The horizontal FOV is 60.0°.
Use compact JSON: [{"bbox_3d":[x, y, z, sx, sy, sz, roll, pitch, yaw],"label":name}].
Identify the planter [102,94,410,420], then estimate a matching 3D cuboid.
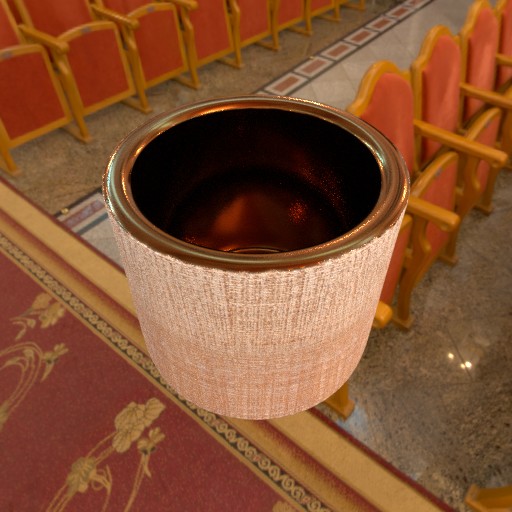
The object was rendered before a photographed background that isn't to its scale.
[{"bbox_3d":[0.000,0.000,0.312,0.177,0.157,0.177,0,45,0],"label":"planter"}]
